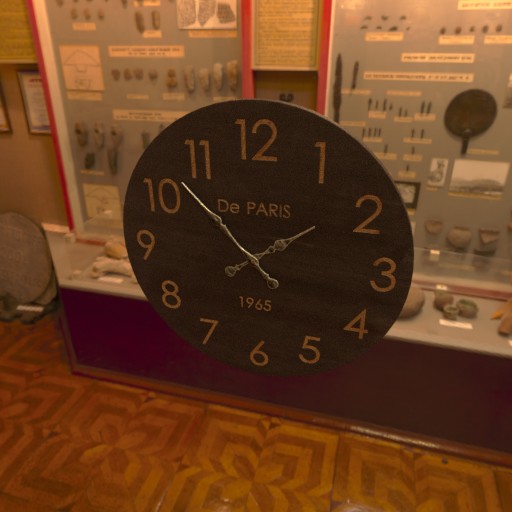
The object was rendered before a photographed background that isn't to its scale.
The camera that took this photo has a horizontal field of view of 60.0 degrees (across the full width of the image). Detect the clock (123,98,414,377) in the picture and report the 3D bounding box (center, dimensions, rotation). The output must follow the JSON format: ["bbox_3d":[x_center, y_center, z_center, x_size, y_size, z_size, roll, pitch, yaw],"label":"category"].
[{"bbox_3d":[0.000,0.000,0.886,0.595,0.595,0.029,8,27,15],"label":"clock"}]
